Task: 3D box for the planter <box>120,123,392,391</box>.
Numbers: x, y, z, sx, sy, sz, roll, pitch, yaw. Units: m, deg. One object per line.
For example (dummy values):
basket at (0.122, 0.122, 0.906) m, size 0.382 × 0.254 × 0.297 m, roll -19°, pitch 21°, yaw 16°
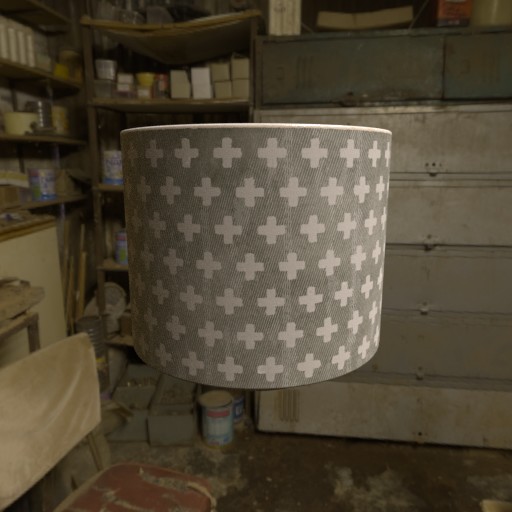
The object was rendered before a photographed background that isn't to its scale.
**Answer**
planter at (0.000, 0.000, 0.342) m, size 0.190 × 0.181 × 0.190 m, roll 0°, pitch 12°, yaw 0°
